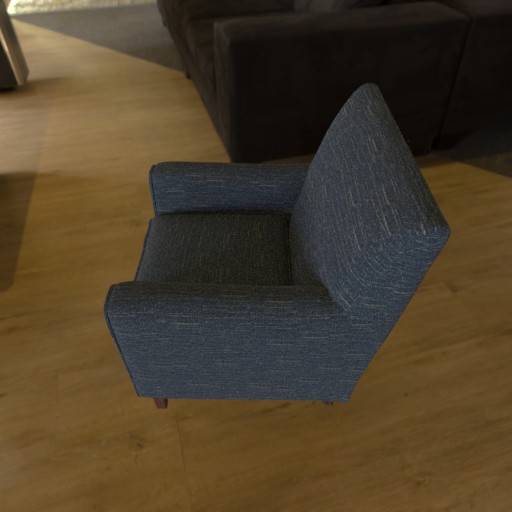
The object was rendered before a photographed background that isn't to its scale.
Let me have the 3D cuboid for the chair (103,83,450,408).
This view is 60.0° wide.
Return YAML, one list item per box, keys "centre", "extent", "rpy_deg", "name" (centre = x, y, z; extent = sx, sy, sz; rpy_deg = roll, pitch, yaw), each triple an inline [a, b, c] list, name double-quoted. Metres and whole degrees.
- centre: [0.000, 0.000, 1.597]
  extent: [0.873, 0.928, 0.864]
  rpy_deg: [0, 42, 0]
  name: "chair"
